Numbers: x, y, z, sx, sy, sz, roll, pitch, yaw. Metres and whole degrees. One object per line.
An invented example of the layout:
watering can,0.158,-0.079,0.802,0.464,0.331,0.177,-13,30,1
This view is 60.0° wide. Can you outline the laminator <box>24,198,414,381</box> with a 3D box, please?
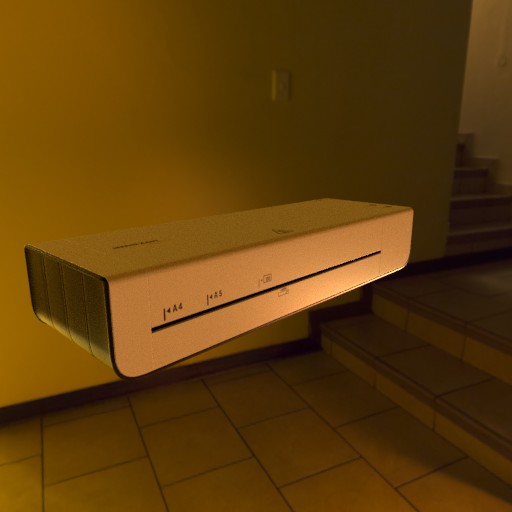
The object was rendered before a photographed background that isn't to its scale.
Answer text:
laminator,0.000,0.000,0.386,0.123,0.062,0.340,14,20,43
